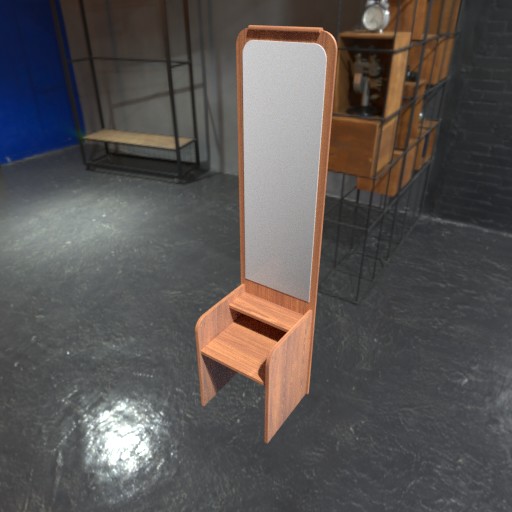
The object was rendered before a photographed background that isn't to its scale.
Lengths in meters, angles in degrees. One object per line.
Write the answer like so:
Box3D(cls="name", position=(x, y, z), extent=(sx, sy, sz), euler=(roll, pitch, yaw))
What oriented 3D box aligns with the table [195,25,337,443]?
Box3D(cls="table", position=(0.000, 0.000, 2.004), extent=(0.450, 1.830, 0.420), euler=(19, 35, 29))
